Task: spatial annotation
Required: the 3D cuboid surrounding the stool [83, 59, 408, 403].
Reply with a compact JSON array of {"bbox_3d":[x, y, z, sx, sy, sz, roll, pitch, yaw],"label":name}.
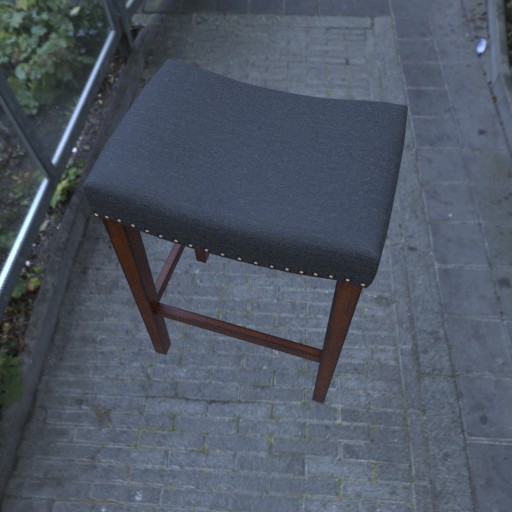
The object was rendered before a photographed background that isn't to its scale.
[{"bbox_3d":[0.000,0.000,1.040,0.502,0.748,0.366,15,59,9],"label":"stool"}]
